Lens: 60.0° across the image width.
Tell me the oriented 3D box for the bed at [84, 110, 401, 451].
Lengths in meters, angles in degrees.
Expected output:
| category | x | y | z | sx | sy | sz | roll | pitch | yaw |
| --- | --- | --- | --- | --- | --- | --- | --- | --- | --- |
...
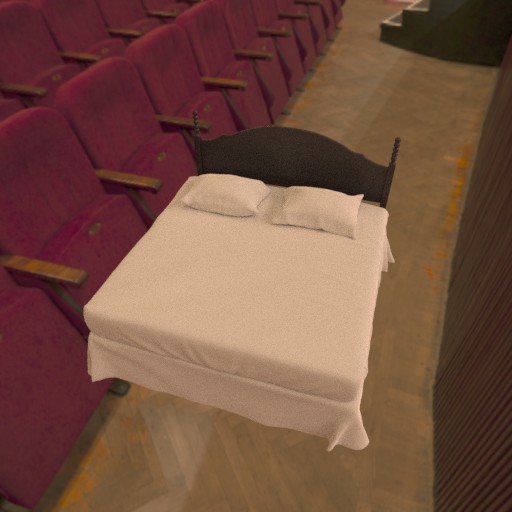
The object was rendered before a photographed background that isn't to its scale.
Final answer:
| category | x | y | z | sx | sy | sz | roll | pitch | yaw |
| --- | --- | --- | --- | --- | --- | --- | --- | --- | --- |
| bed | 0.000 | 0.000 | 3.622 | 2.322 | 1.355 | 2.219 | 12 | 43 | 13 |
